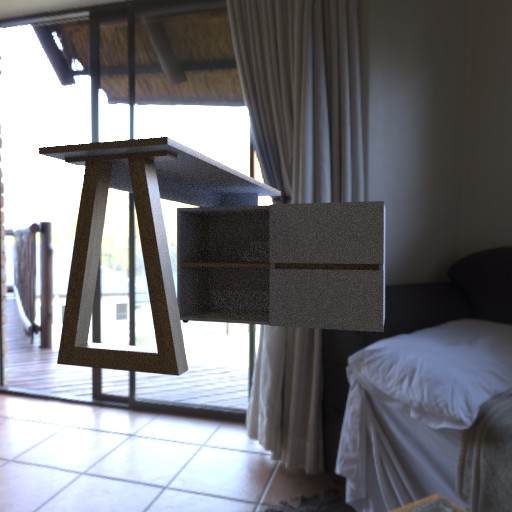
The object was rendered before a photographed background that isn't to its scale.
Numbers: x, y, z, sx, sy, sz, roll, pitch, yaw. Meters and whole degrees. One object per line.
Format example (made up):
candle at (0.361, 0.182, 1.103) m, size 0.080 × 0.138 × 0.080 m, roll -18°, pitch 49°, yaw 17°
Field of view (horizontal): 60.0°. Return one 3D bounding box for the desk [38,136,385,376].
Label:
desk at (0.000, 0.000, 2.006) m, size 1.098 × 0.755 × 1.404 m, roll 0°, pitch 1°, yaw 17°
